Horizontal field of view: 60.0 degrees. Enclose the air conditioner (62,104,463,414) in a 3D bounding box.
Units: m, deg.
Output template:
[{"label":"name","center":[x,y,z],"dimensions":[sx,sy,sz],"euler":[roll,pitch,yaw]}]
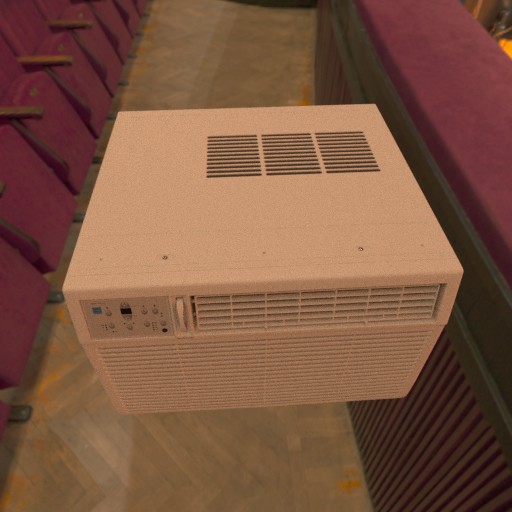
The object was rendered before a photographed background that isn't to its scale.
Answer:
[{"label":"air conditioner","center":[0.000,0.000,1.059],"dimensions":[0.645,0.455,0.599],"euler":[-3,46,-3]}]
